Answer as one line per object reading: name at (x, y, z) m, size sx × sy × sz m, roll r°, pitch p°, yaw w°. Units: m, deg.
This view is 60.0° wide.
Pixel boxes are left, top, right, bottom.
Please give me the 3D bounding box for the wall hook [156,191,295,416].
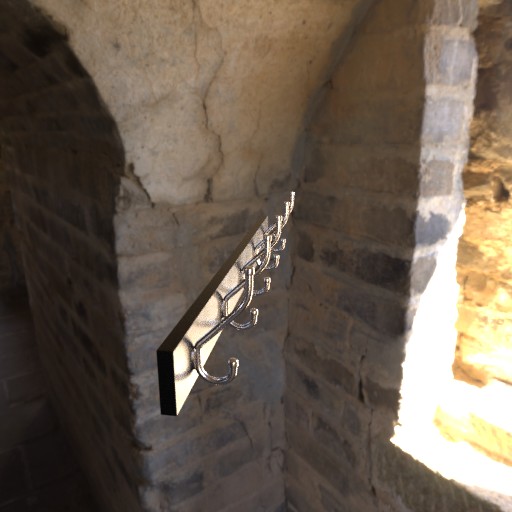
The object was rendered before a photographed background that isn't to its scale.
wall hook at (0.000, 0.000, 0.619) m, size 0.071 × 0.117 × 0.571 m, roll 3°, pitch 16°, yaw 9°
